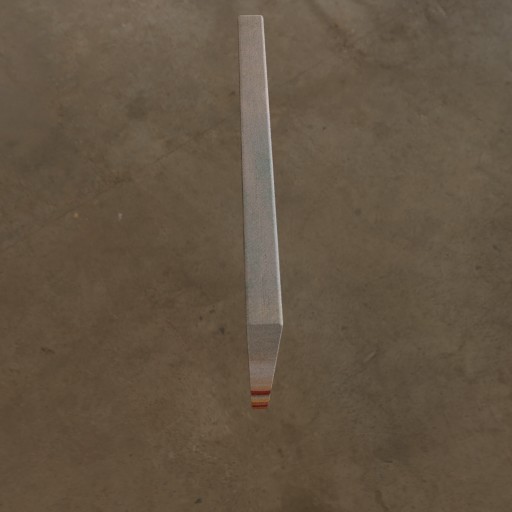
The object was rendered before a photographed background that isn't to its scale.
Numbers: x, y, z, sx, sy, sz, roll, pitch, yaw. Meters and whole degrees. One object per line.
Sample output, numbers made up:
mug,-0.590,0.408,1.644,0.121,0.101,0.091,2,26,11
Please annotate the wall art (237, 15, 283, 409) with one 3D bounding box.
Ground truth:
wall art,0.000,0.000,0.783,0.035,0.605,0.443,-2,64,-1
